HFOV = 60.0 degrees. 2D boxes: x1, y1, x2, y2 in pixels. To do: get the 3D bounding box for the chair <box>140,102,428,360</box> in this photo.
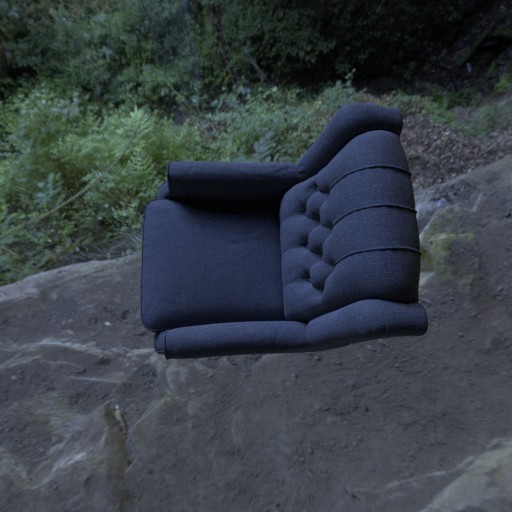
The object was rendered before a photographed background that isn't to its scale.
[{"bbox_3d":[0.000,0.000,1.662,0.898,1.035,0.742,-2,76,0],"label":"chair"}]
